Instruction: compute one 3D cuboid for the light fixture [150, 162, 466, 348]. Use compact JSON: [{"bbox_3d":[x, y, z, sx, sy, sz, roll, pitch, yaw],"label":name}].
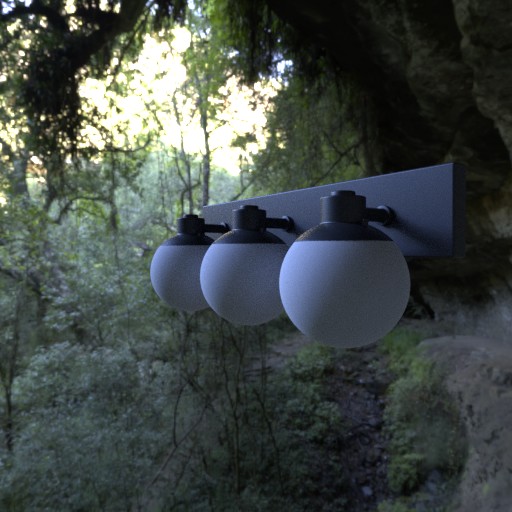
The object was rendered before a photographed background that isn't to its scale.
[{"bbox_3d":[0.000,0.000,0.858,0.218,0.263,0.721,0,1,-35],"label":"light fixture"}]
